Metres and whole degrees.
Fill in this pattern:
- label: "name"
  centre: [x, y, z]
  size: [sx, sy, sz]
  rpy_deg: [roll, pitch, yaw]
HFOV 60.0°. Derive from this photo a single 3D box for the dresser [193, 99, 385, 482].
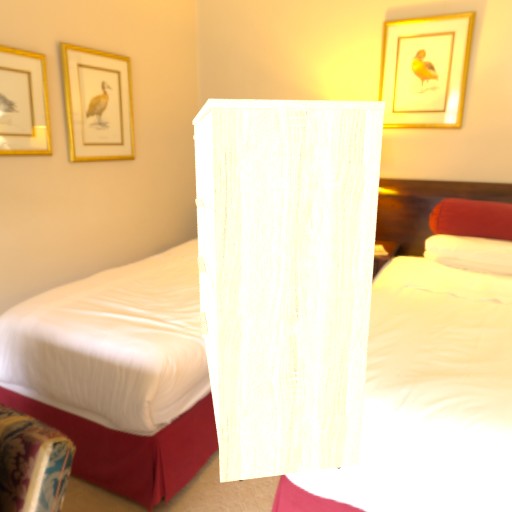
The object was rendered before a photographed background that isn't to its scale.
- label: "dresser"
  centre: [0.000, 0.000, 1.474]
  size: [0.380, 0.900, 0.980]
  rpy_deg: [-2, 15, -9]
